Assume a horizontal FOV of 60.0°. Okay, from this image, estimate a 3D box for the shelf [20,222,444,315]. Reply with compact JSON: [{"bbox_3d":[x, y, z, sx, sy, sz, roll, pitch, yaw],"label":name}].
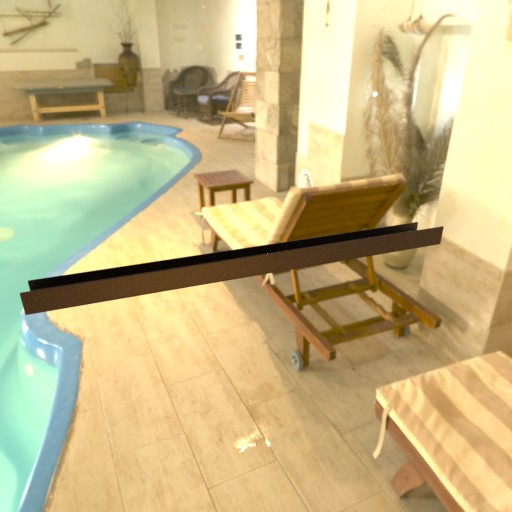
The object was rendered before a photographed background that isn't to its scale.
[{"bbox_3d":[0.000,0.000,0.975,0.924,0.049,0.092,-9,28,-17],"label":"shelf"}]
